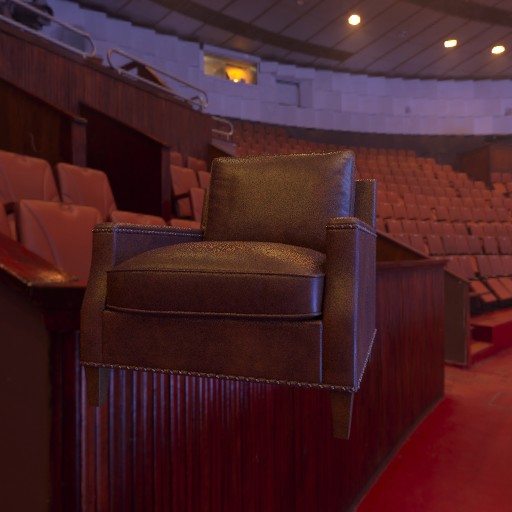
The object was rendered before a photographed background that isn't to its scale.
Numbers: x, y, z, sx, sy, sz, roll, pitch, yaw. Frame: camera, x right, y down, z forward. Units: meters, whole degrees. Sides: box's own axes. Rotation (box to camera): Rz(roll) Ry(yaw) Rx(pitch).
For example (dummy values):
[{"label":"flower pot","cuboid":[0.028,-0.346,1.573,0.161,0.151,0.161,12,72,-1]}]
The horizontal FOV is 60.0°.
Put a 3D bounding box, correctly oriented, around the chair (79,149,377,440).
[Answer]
[{"label":"chair","cuboid":[0.000,0.000,1.692,0.853,0.929,1.014,0,1,18]}]
